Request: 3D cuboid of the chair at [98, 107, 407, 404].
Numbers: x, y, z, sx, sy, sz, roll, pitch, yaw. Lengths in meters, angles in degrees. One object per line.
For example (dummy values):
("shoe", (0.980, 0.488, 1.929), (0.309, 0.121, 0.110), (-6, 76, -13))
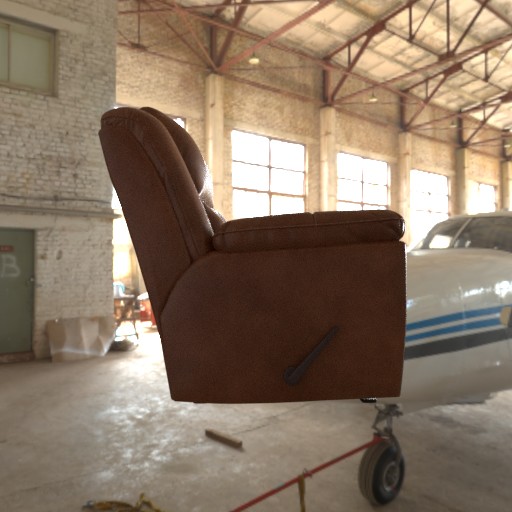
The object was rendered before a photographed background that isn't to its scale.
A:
("chair", (0.000, 0.000, 1.862), (1.041, 1.093, 0.990), (0, -1, -1))
